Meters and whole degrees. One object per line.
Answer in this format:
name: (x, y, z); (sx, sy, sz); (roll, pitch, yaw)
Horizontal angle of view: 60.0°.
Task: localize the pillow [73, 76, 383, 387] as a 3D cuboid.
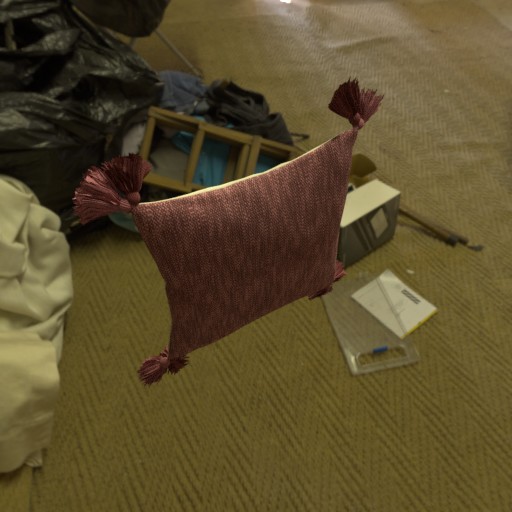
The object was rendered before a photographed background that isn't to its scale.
pillow: (0.000, 0.000, 0.965); (0.641, 0.659, 0.138); (-24, 51, -21)
